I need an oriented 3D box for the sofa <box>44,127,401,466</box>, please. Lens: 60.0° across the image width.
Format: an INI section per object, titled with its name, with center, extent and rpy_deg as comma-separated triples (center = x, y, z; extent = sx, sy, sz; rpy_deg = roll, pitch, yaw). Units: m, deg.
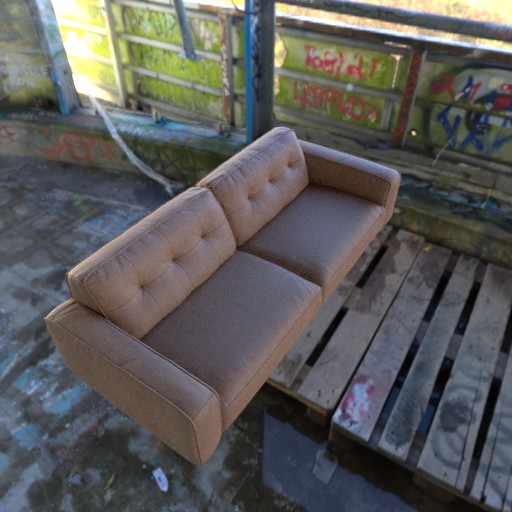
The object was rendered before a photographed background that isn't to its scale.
[sofa]
center = 0.000, 0.000, 2.703
extent = 0.953, 0.780, 2.270
rpy_deg = 24, 47, 25
